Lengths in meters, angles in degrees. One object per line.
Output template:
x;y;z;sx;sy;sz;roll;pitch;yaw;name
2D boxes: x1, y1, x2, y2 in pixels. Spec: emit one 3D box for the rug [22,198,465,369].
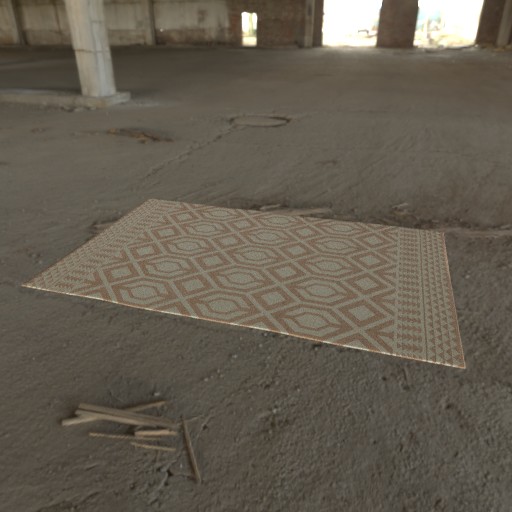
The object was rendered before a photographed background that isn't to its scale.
0.000;0.000;2.950;2.435;0.011;1.526;8;29;15;rug
